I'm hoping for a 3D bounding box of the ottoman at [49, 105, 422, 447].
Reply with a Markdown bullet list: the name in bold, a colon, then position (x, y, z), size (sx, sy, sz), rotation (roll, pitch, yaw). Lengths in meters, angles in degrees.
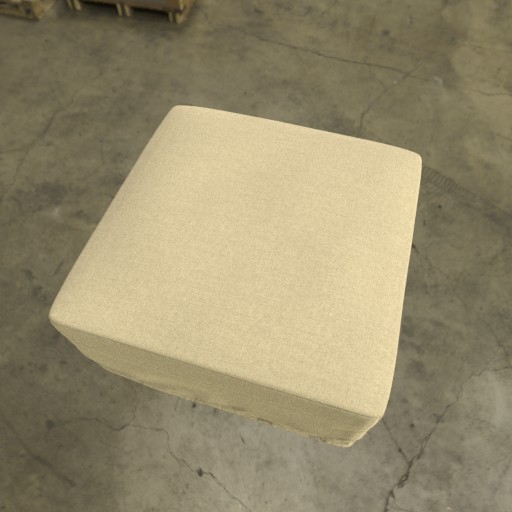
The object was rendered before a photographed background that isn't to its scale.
- **ottoman**: position (0.000, 0.000, 1.346), size (0.840, 0.436, 0.843), rotation (14, 59, 9)
